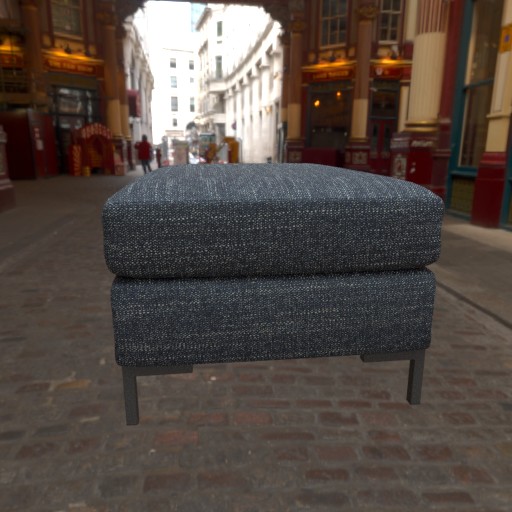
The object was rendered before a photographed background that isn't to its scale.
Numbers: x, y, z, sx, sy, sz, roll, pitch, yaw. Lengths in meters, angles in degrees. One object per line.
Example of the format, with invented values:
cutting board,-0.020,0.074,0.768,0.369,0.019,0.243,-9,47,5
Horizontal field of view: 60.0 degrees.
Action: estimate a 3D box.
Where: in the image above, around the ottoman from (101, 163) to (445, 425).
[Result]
ottoman,0.000,0.000,1.230,0.667,0.491,0.814,-2,14,-7
